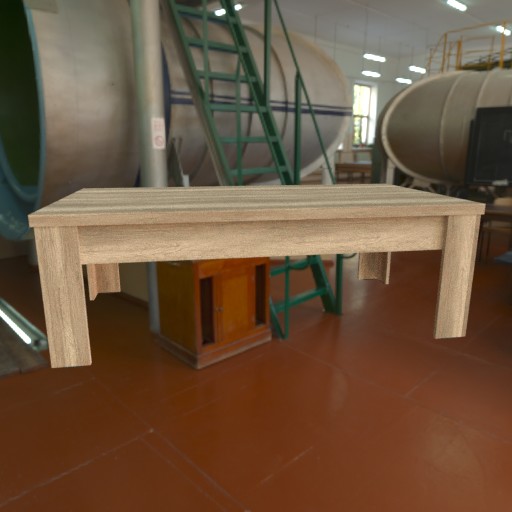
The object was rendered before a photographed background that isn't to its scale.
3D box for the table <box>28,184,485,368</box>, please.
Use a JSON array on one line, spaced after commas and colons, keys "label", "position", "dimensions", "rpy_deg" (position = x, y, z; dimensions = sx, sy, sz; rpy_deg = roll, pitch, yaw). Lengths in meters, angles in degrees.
[{"label": "table", "position": [0.000, 0.000, 1.680], "dimensions": [1.350, 0.460, 0.700], "rpy_deg": [-2, 15, -9]}]
